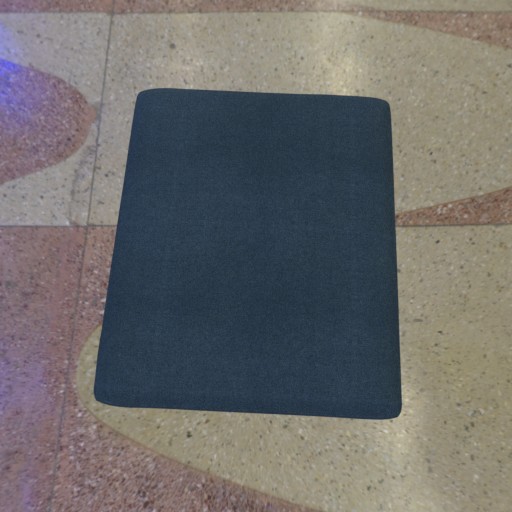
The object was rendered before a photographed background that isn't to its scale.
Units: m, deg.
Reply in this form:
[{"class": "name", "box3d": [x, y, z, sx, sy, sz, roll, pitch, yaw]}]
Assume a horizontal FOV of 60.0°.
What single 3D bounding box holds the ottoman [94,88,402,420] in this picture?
[{"class": "ottoman", "box3d": [0.000, 0.000, 1.245, 0.693, 0.474, 0.821, 3, 74, 1]}]
